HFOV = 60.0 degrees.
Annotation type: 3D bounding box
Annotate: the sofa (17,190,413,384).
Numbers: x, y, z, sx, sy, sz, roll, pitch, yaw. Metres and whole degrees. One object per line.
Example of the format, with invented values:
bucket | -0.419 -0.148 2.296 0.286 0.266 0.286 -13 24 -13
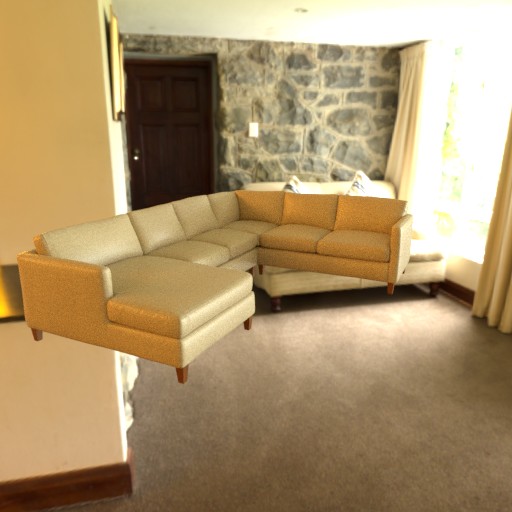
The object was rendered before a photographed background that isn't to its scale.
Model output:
sofa | 0.000 0.000 4.489 2.594 0.961 3.460 7 17 26
